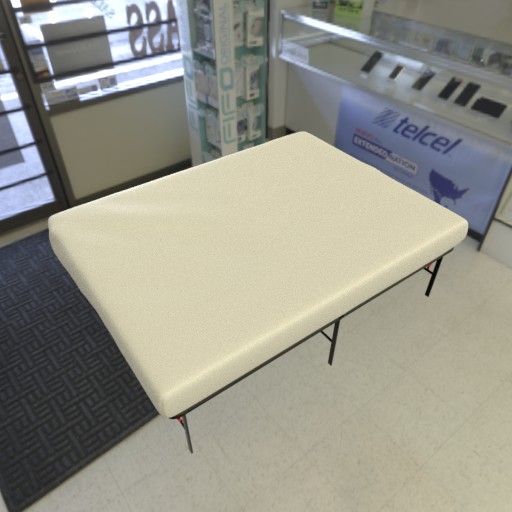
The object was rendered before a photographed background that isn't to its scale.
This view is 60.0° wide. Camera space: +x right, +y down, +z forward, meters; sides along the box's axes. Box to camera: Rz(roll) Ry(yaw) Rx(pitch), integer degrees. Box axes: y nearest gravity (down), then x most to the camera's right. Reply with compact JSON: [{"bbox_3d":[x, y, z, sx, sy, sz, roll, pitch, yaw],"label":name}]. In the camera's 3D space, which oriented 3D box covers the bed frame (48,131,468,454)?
[{"bbox_3d":[0.000,0.000,2.884,2.151,0.667,1.584,-25,47,-26],"label":"bed frame"}]
